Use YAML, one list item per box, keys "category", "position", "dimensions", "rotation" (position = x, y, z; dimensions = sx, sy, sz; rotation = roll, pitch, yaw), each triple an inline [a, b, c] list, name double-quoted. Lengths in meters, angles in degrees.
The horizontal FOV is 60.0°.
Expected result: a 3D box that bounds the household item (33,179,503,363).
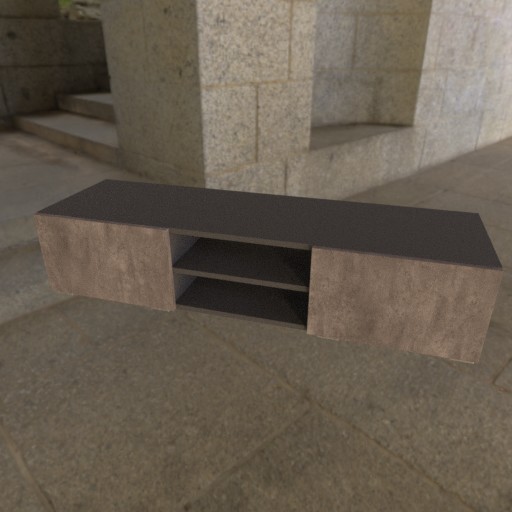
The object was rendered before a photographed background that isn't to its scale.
- category: "household item"
  position: [0.000, 0.000, 1.520]
  dimensions: [1.400, 0.310, 0.420]
  rotation: [7, 27, 15]
